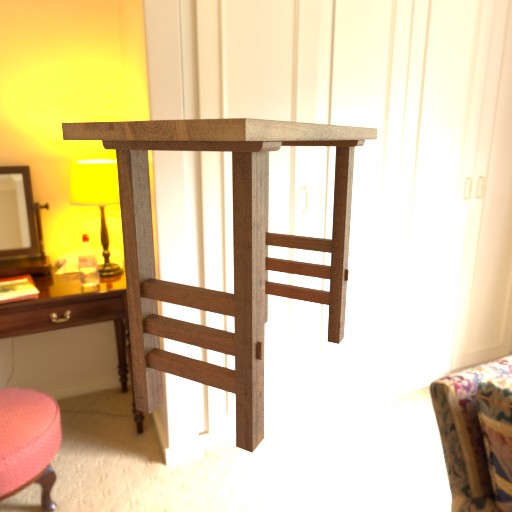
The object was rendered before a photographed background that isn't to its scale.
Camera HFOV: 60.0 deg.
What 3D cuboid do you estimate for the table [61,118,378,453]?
[{"bbox_3d":[0.000,0.000,1.625,0.556,0.914,1.119,8,17,27],"label":"table"}]
